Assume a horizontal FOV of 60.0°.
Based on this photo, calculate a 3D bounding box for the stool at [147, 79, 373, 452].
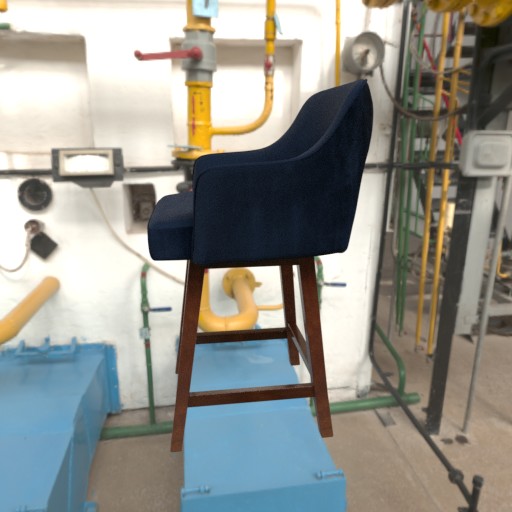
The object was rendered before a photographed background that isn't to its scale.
[{"bbox_3d":[0.000,0.000,1.271,0.560,0.940,0.550,-2,16,-8],"label":"stool"}]
